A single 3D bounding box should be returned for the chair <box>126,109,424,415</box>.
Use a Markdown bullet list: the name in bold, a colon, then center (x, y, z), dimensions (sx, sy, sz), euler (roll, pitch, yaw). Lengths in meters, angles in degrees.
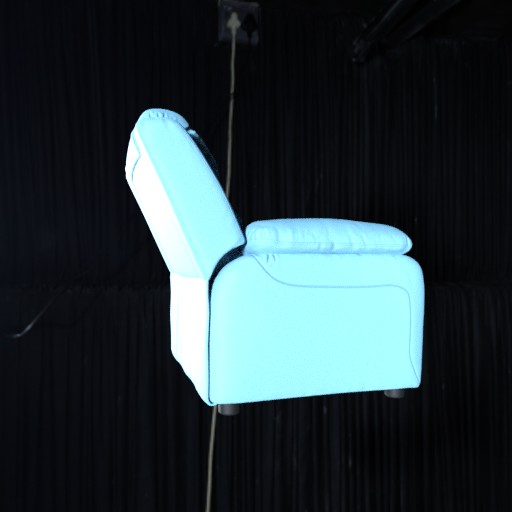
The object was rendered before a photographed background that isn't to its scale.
- **chair**: center (0.000, 0.000, 1.270), dimensions (0.709, 0.702, 0.680), euler (0, -1, -18)
